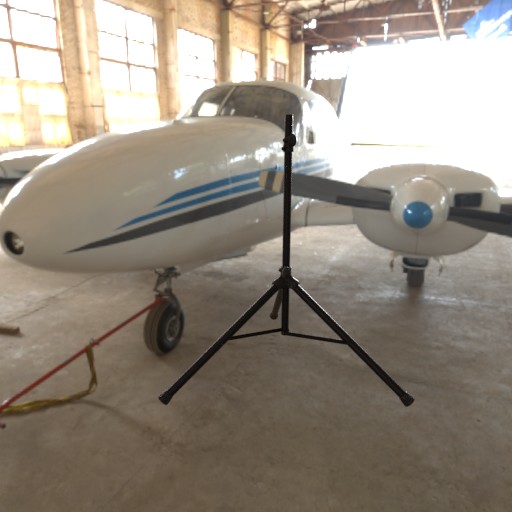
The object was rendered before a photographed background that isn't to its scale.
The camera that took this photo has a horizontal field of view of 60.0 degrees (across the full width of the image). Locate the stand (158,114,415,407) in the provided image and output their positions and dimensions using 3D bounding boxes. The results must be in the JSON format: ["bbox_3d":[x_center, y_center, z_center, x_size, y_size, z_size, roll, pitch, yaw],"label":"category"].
[{"bbox_3d":[0.000,0.000,1.860,0.907,1.136,1.045,-9,18,-28],"label":"stand"}]
